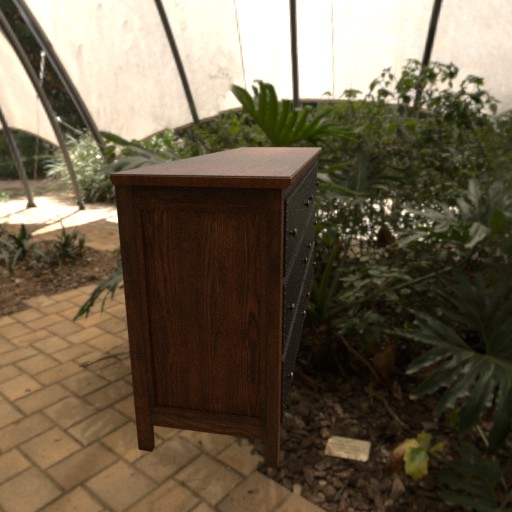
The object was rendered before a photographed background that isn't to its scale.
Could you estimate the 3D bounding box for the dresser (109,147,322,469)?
[{"bbox_3d":[0.000,0.000,1.930,0.463,0.856,1.551,3,17,10],"label":"dresser"}]
